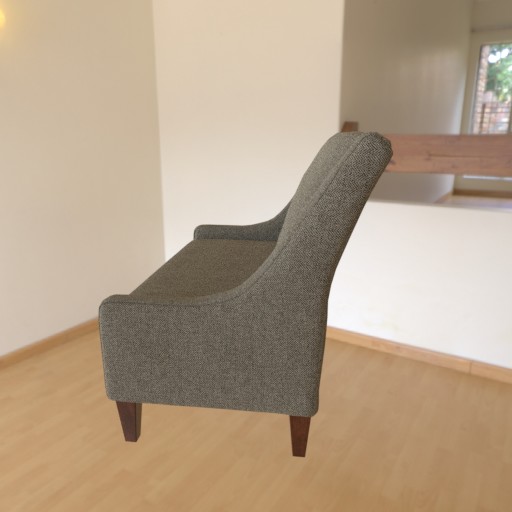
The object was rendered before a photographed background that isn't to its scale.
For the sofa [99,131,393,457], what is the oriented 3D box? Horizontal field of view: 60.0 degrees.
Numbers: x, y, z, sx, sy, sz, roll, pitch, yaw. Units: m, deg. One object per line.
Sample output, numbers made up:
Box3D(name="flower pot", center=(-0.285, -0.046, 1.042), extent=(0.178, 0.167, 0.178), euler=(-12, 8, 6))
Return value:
Box3D(name="sofa", center=(0.000, 0.000, 1.889), extent=(0.870, 1.021, 1.242), euler=(2, 16, 7))
